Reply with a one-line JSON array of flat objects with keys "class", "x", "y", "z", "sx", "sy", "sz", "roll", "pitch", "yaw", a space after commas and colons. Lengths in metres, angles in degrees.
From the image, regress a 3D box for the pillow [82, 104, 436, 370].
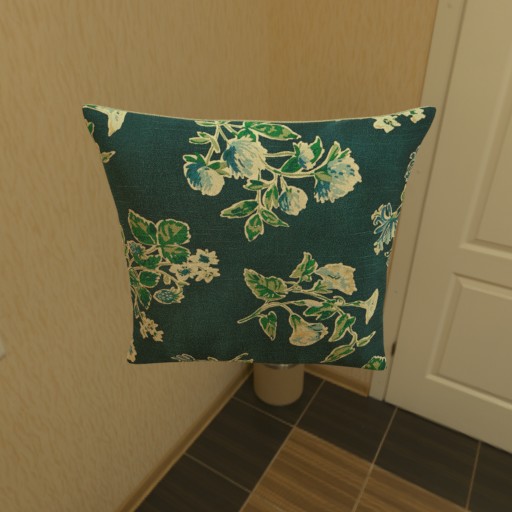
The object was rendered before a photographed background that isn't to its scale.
[{"class": "pillow", "x": 0.000, "y": 0.000, "z": 0.775, "sx": 0.525, "sy": 0.508, "sz": 0.166, "roll": 1, "pitch": 30, "yaw": 2}]
